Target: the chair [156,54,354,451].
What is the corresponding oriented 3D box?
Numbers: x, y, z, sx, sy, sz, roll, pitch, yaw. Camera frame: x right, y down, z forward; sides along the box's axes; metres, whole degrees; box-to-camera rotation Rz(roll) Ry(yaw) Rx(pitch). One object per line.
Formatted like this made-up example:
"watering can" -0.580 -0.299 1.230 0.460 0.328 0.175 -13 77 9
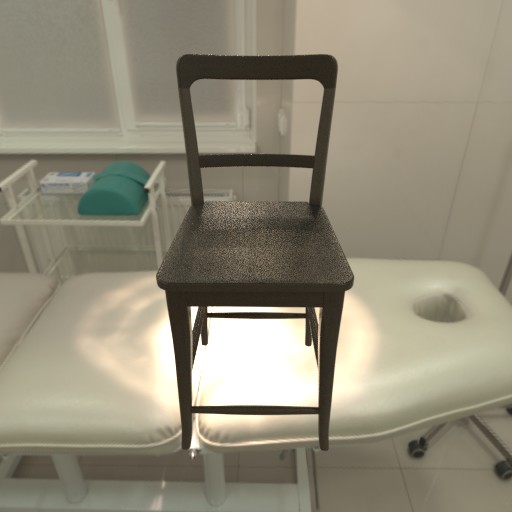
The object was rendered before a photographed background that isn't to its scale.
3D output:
"chair" 0.000 0.000 1.254 0.450 0.991 0.546 0 31 0
